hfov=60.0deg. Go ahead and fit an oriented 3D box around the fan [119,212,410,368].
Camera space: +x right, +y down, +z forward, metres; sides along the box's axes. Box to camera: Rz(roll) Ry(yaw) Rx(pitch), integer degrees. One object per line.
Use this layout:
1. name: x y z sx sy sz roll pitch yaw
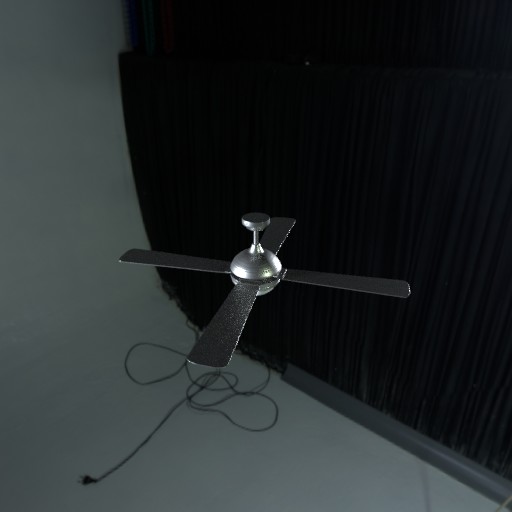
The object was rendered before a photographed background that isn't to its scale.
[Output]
1. fan: 0.000 0.000 2.050 1.321 0.381 1.321 17 31 31
